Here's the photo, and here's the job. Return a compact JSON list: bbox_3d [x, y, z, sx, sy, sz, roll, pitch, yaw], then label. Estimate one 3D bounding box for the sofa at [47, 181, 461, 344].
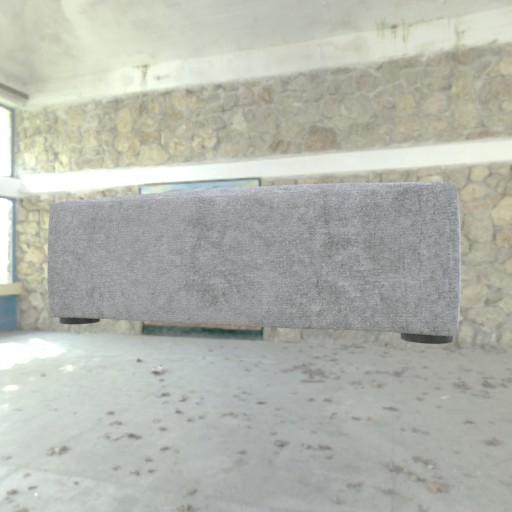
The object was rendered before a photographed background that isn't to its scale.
[{"bbox_3d":[0.000,0.000,1.152,0.930,0.330,0.480,0,-1,18],"label":"sofa"}]
